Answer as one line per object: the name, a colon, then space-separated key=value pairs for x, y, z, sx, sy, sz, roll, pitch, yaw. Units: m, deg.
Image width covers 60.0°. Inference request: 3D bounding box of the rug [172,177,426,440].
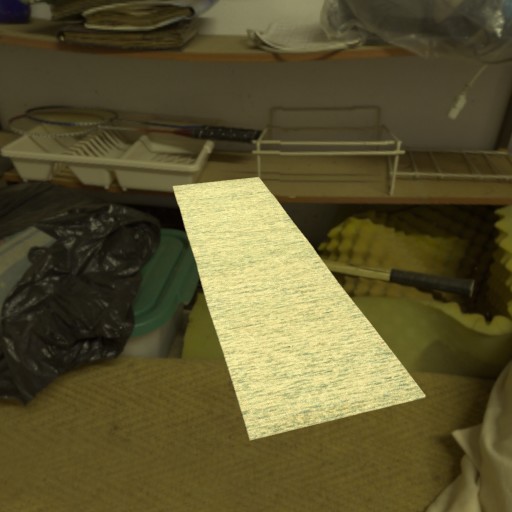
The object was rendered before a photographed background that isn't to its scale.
rug: x=0.000 y=0.000 z=2.528 sx=0.700 sy=0.014 sz=2.290 roll=-8 pitch=33 yaw=-13
